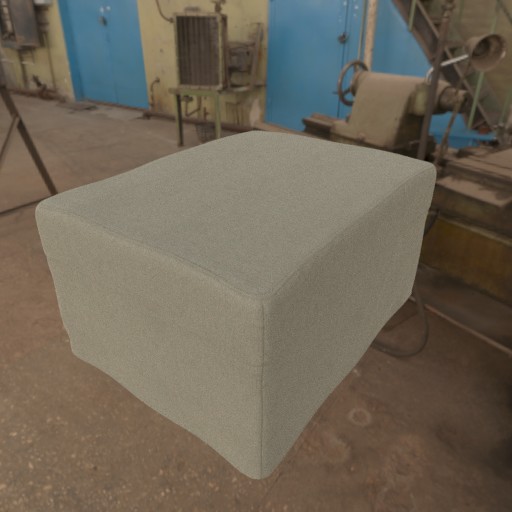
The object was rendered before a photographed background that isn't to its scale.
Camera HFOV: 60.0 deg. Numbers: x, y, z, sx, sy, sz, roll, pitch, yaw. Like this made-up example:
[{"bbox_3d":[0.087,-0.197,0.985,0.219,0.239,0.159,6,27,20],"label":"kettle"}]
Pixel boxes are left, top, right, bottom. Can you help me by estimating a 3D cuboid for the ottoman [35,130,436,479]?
[{"bbox_3d":[0.000,0.000,1.199,0.648,0.461,0.833,20,35,31],"label":"ottoman"}]
